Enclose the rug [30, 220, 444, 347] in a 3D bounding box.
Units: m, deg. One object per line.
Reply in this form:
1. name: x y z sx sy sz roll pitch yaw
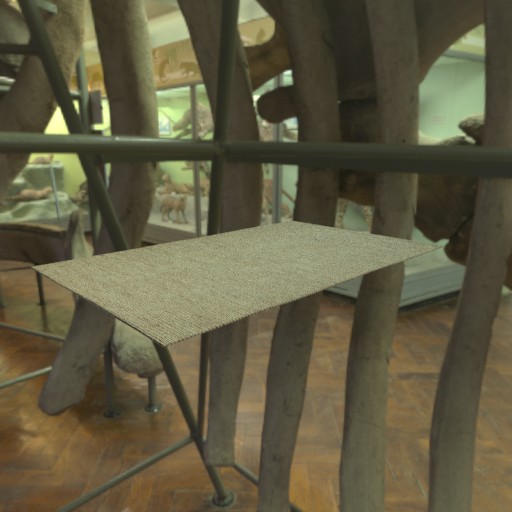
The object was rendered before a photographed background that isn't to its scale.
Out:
1. rug: 0.000 0.000 3.045 2.439 0.011 1.533 -13 20 -42
